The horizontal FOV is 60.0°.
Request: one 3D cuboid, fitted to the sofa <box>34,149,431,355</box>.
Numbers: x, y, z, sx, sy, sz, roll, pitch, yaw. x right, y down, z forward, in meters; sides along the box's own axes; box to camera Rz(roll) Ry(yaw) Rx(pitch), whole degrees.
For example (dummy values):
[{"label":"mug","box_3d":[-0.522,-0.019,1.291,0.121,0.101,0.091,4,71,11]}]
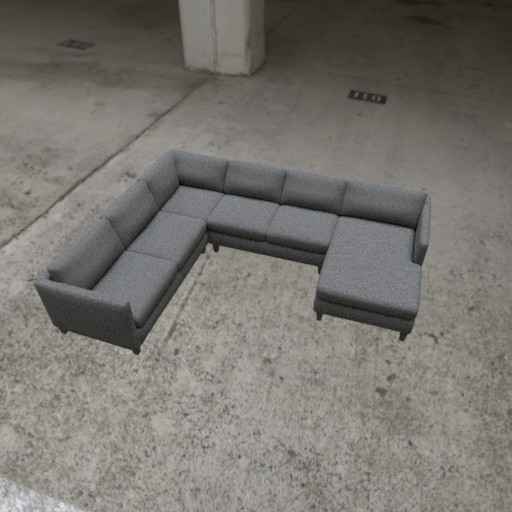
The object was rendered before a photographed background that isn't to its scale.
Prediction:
[{"label":"sofa","box_3d":[0.000,0.000,4.485,3.238,0.853,2.551,12,42,14]}]
